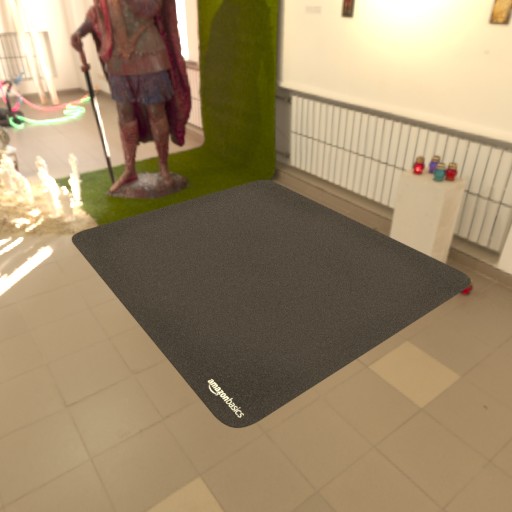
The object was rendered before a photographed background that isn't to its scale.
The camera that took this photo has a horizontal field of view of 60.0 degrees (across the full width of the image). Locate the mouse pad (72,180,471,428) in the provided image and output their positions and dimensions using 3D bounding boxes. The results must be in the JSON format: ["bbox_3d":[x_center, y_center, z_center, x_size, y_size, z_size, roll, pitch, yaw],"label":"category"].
[{"bbox_3d":[0.000,0.000,0.634,0.393,0.002,0.451,-22,38,-31],"label":"mouse pad"}]
